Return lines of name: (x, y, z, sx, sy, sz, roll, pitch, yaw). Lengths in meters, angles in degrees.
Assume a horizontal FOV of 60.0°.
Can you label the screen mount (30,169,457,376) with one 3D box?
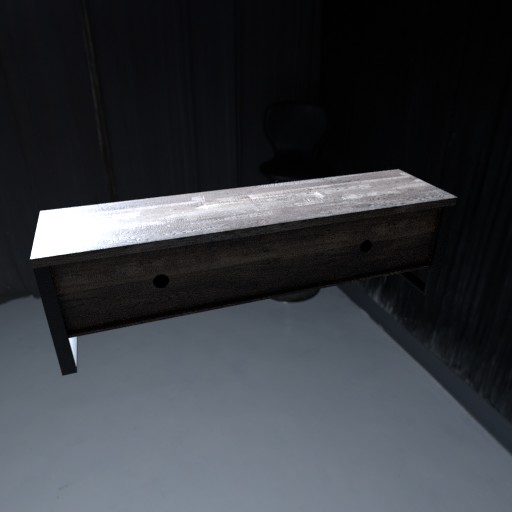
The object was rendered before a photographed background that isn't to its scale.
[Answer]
screen mount: (0.000, 0.000, 1.777, 1.524, 0.450, 0.395, -9, 30, -17)
